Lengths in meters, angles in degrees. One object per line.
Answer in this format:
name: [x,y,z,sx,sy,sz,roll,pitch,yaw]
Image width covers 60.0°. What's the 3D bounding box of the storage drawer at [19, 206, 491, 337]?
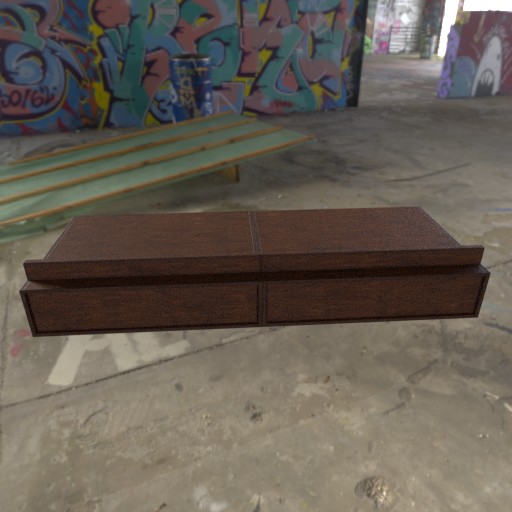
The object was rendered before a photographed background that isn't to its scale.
storage drawer: [0.000,0.000,2.177,1.914,0.339,0.774,-2,28,-4]
